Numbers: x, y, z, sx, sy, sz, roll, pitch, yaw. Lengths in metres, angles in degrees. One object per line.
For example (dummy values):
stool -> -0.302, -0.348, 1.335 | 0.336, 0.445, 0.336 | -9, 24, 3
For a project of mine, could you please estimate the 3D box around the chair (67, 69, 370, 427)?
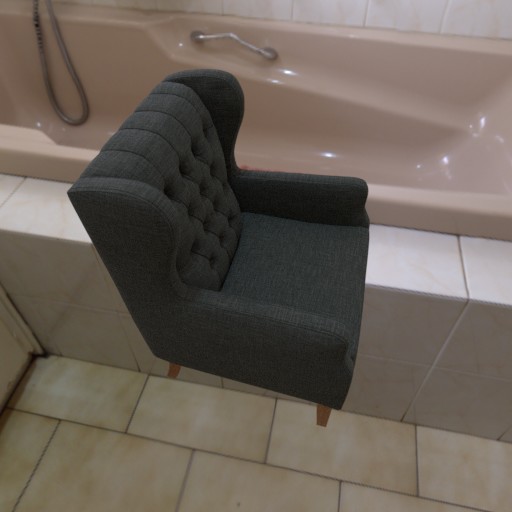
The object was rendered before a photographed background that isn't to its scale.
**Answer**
chair -> 0.000, 0.000, 1.491 | 0.775, 0.953, 0.711 | 10, 48, 10
